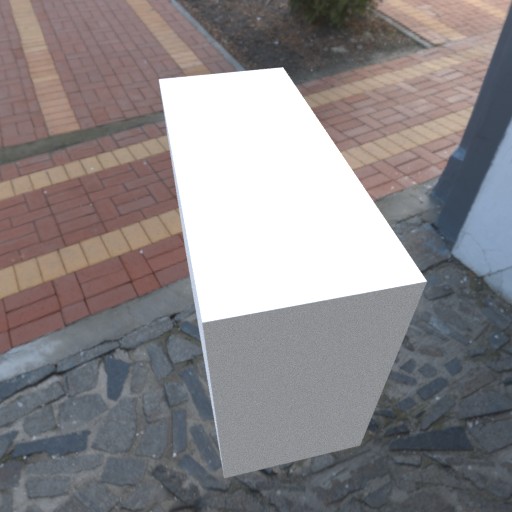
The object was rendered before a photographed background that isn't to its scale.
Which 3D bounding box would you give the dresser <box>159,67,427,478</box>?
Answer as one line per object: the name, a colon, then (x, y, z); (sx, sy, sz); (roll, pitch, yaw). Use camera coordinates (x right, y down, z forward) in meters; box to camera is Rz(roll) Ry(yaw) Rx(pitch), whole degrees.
dresser: (0.000, 0.000, 1.532); (0.460, 0.820, 1.100); (-9, 46, -9)
